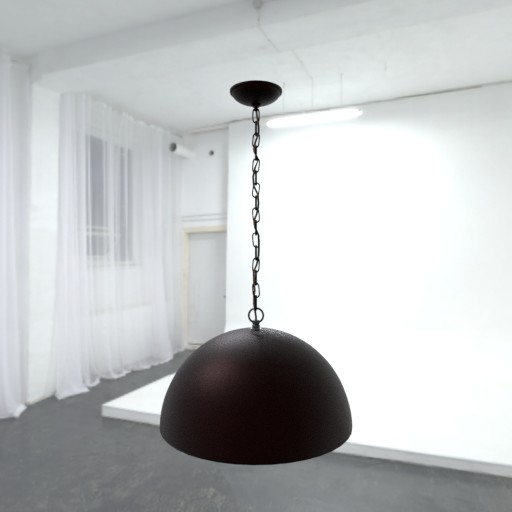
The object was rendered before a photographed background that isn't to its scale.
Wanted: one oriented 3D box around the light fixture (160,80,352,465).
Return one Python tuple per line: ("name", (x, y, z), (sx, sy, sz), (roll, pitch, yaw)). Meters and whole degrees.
("light fixture", (0.000, 0.000, 1.162), (0.492, 0.869, 0.492), (0, -1, 1))
